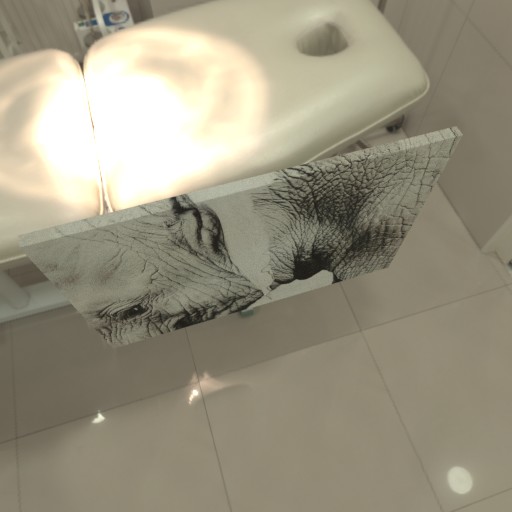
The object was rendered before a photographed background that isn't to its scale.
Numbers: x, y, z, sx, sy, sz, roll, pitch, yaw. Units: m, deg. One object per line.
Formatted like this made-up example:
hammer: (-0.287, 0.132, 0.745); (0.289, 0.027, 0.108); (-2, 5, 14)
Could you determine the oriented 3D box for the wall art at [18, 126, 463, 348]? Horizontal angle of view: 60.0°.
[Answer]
wall art: (0.000, 0.000, 1.430); (1.141, 0.758, 0.035); (-15, 62, -8)
